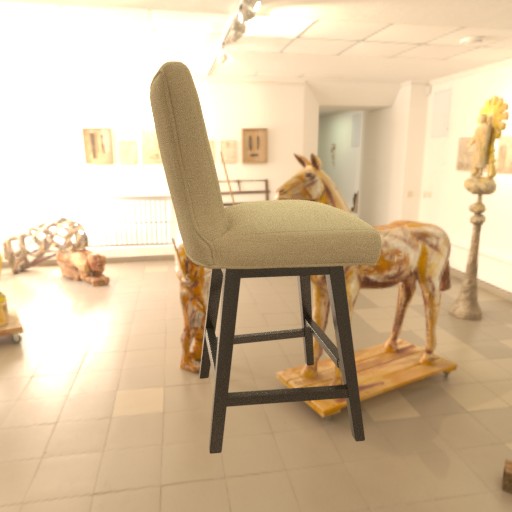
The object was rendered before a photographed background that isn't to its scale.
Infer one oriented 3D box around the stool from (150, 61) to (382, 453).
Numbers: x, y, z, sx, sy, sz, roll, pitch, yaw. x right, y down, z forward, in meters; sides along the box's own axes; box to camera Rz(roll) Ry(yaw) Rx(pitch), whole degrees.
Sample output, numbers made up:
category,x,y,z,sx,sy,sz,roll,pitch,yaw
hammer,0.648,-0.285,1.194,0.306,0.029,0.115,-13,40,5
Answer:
category,x,y,z,sx,sy,sz,roll,pitch,yaw
stool,0.000,0.000,1.339,0.574,1.000,0.514,-3,14,-10
